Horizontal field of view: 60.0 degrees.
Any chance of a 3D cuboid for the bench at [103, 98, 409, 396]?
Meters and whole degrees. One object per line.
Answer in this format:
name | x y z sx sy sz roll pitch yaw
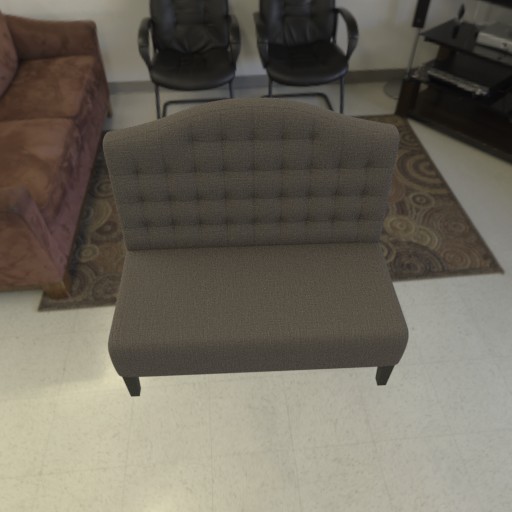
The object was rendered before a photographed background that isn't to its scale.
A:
bench | 0.000 0.000 2.082 1.335 1.180 0.815 -2 47 -2
